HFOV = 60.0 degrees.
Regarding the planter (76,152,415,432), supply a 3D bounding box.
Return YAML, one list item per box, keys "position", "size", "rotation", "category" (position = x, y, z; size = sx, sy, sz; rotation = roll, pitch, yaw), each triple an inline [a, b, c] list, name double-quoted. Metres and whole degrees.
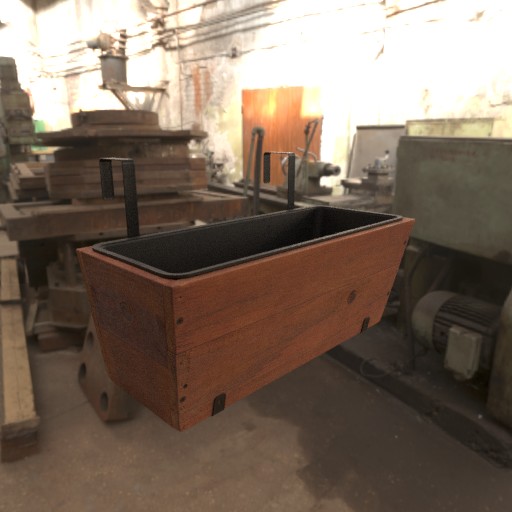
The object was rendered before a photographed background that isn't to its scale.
- position: [0.000, 0.000, 0.663]
  size: [0.262, 0.289, 0.480]
  rotation: [15, 21, 43]
  category: "planter"
